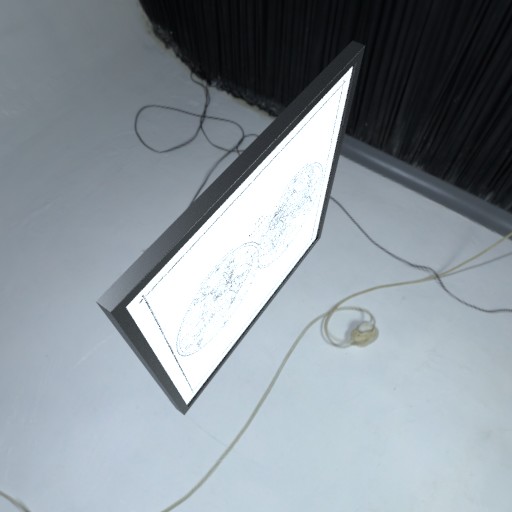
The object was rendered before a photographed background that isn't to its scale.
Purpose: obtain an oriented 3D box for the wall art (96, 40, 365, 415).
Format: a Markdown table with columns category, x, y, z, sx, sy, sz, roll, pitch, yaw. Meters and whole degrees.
| category | x | y | z | sx | sy | sz | roll | pitch | yaw |
| --- | --- | --- | --- | --- | --- | --- | --- | --- | --- |
| wall art | 0.000 | 0.000 | 1.147 | 0.031 | 0.775 | 0.773 | 32 | 65 | 17 |
